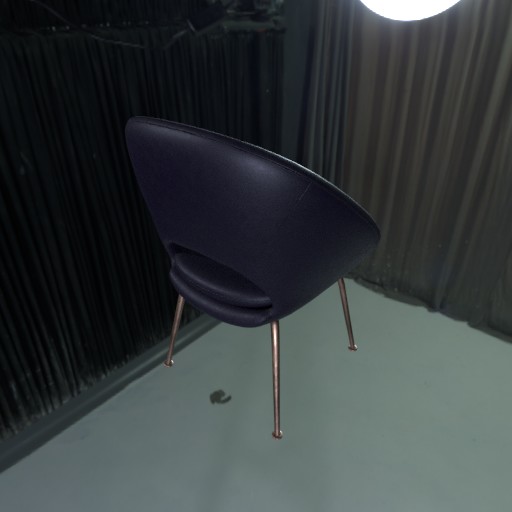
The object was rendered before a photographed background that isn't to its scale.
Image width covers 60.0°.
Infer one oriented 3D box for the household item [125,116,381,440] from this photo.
[{"bbox_3d":[0.000,0.000,1.257,0.623,0.852,0.573,22,37,32],"label":"household item"}]
